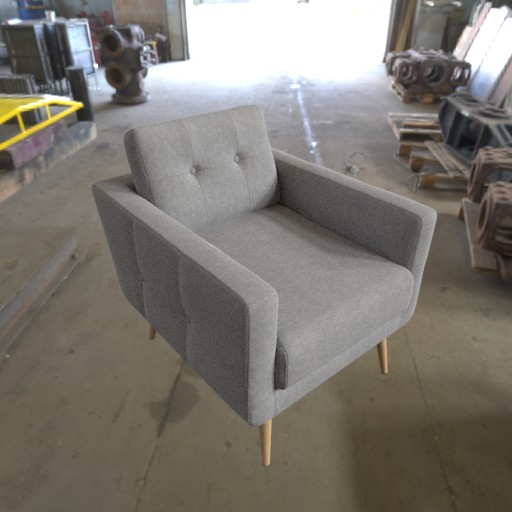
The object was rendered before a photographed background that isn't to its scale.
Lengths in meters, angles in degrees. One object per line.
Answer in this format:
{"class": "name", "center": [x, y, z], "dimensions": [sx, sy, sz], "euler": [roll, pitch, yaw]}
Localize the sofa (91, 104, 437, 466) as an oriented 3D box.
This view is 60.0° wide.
{"class": "sofa", "center": [0.000, 0.000, 1.545], "dimensions": [0.770, 0.860, 0.920], "euler": [-23, 39, -33]}
